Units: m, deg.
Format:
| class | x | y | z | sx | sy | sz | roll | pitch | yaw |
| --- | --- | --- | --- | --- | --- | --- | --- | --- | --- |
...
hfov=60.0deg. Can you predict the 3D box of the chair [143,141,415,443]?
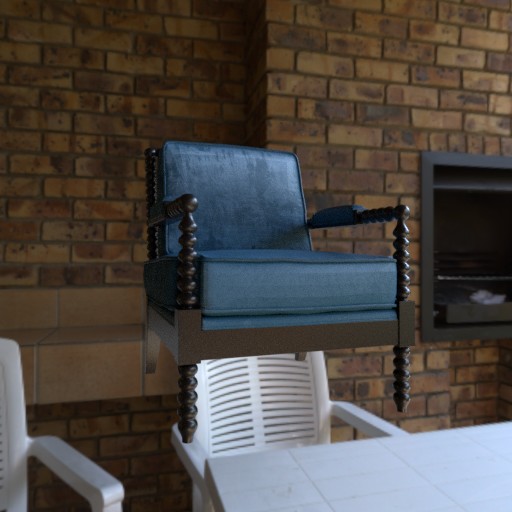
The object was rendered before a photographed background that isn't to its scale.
| class | x | y | z | sx | sy | sz | roll | pitch | yaw |
| --- | --- | --- | --- | --- | --- | --- | --- | --- | --- |
| chair | 0.000 | 0.000 | 1.454 | 0.688 | 0.857 | 0.805 | 0 | -1 | -20 |
